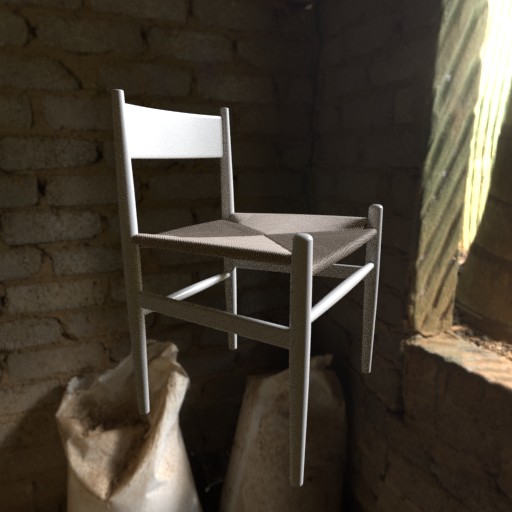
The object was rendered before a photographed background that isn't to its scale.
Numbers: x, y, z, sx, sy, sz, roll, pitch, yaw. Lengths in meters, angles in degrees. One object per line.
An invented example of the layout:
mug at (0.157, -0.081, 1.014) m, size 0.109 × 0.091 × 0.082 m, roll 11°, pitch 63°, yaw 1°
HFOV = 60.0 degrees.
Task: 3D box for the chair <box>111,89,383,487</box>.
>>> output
chair at (0.000, 0.000, 1.107) m, size 0.495 × 0.762 × 0.556 m, roll 7°, pitch 15°, yaw 28°
